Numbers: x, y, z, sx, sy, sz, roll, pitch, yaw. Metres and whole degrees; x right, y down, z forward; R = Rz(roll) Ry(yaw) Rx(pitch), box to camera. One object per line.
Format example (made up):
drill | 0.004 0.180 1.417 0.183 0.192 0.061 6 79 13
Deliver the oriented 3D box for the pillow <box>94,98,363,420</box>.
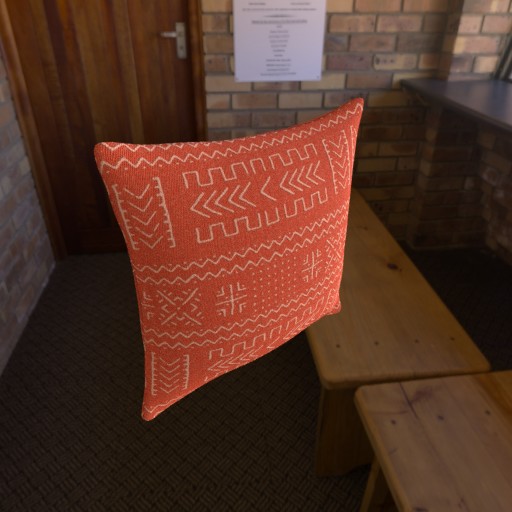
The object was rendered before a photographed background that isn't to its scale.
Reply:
pillow | 0.000 0.000 0.686 0.438 0.429 0.164 -22 37 -33
